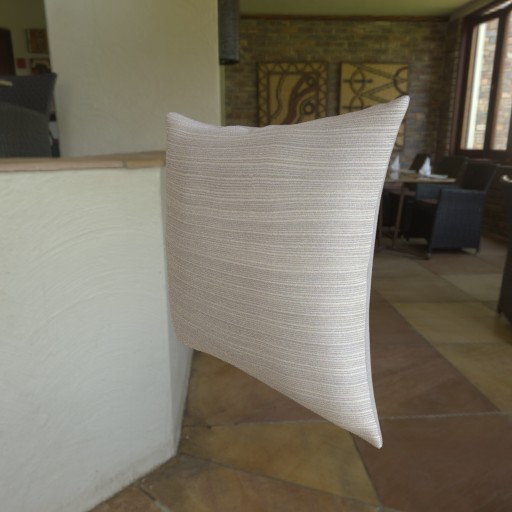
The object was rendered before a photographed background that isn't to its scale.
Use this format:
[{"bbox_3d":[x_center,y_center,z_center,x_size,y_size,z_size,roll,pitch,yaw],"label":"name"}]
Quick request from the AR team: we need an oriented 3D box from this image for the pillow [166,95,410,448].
[{"bbox_3d":[0.000,0.000,0.765,0.204,0.497,0.512,-14,20,-43],"label":"pillow"}]
